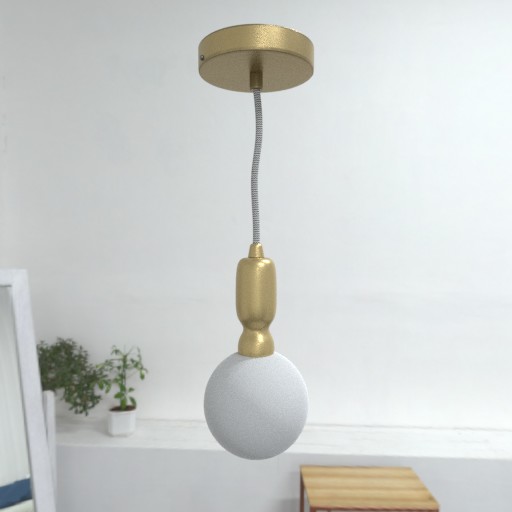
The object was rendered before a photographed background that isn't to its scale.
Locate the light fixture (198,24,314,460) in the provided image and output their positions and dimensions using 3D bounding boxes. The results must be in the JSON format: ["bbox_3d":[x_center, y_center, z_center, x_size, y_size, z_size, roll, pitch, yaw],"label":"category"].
[{"bbox_3d":[0.000,0.000,0.563,0.147,0.510,0.146,-1,2,-18],"label":"light fixture"}]
